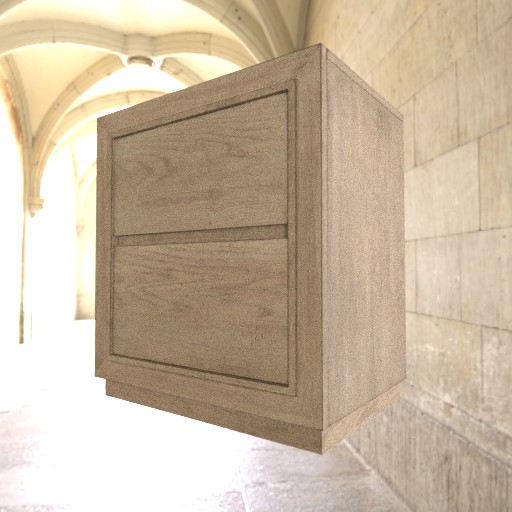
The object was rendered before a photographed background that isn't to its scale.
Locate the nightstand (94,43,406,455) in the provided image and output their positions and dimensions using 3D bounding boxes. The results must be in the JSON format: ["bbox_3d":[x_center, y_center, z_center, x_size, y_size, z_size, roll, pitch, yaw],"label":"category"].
[{"bbox_3d":[0.000,0.000,1.084,0.612,0.673,0.483,-1,-2,36],"label":"nightstand"}]
